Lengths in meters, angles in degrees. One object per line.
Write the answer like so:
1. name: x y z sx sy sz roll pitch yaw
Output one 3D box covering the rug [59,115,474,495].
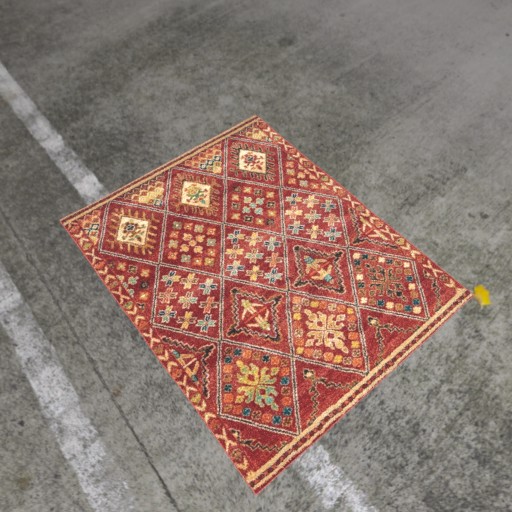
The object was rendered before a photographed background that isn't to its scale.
1. rug: 0.000 0.000 4.142 2.489 0.030 3.086 -34 63 -20
